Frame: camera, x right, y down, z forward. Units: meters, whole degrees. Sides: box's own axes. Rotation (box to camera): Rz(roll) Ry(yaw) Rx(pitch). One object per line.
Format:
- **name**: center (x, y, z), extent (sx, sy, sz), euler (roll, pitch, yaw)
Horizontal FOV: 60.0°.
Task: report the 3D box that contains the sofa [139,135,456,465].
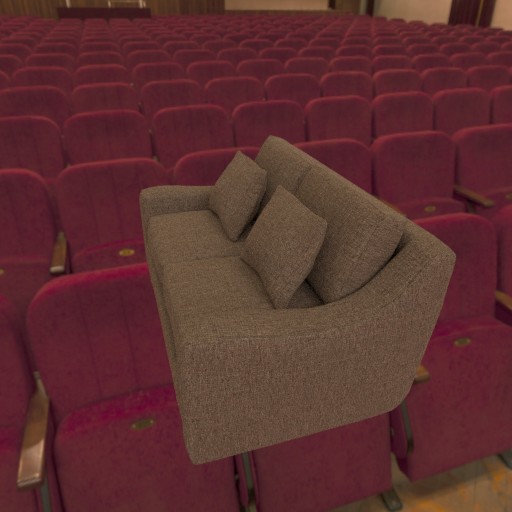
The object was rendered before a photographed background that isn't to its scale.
- **sofa**: center (0.000, 0.000, 2.447), extent (1.120, 0.991, 1.778), euler (-8, 29, -15)
